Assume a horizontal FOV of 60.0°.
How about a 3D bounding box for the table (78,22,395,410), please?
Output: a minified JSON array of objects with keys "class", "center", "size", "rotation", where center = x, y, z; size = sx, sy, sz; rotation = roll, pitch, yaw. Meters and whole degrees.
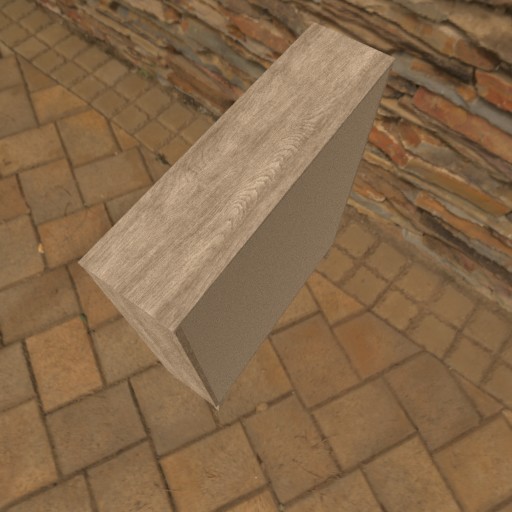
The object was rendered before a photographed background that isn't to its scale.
[{"class":"table","center":[0.000,0.000,1.536],"size":[0.256,1.135,0.902],"rotation":[32,68,15]}]
